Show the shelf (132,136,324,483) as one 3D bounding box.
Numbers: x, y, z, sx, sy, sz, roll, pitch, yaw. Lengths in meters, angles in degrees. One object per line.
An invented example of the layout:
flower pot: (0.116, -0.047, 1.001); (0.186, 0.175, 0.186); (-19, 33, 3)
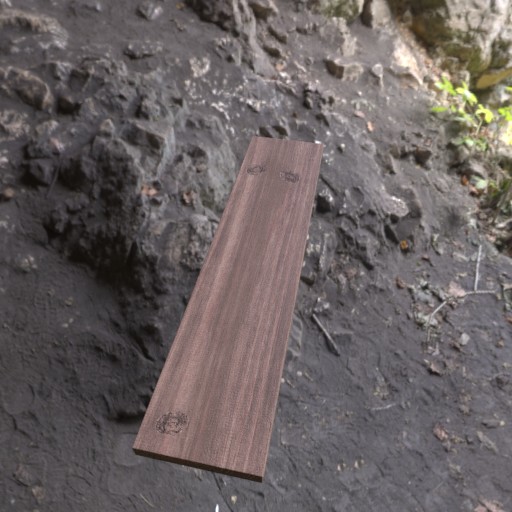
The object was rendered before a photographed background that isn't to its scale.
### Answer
shelf: (0.000, 0.000, 0.665); (0.140, 0.020, 0.610); (9, 48, 8)
